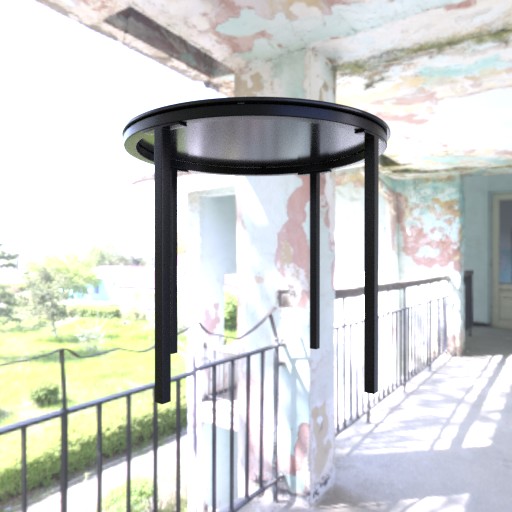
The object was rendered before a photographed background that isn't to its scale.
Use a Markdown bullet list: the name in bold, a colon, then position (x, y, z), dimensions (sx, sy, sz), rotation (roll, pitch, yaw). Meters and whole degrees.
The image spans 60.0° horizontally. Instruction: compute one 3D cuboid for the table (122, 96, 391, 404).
- **table**: position (0.000, 0.000, 0.861), dimensions (0.499, 0.443, 0.499), rotation (0, 0, 0)
